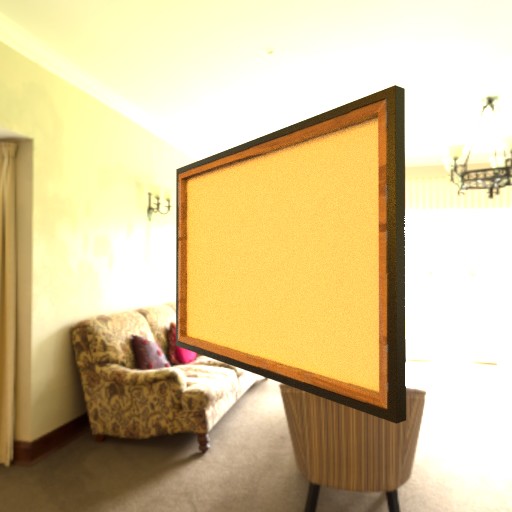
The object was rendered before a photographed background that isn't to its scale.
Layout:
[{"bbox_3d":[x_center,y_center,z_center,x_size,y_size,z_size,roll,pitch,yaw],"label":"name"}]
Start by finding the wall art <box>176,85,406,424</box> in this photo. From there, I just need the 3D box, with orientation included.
[{"bbox_3d":[0.000,0.000,0.856,0.022,0.446,0.659,1,-1,-36],"label":"wall art"}]
